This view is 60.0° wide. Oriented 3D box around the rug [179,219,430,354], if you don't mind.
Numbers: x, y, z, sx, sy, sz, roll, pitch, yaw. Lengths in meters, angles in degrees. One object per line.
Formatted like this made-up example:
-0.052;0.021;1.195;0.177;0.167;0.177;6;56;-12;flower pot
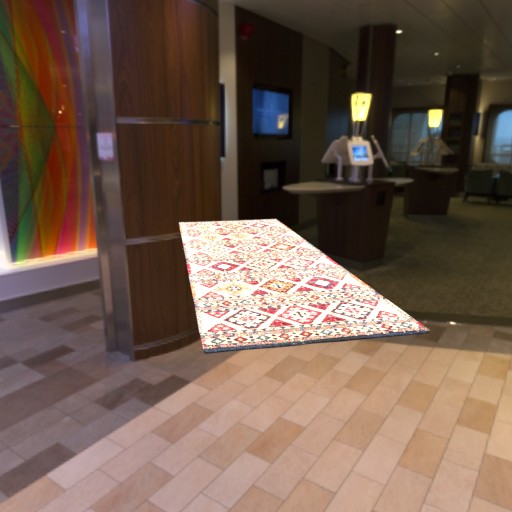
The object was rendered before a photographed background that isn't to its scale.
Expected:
0.000;0.000;2.651;0.832;0.008;2.362;-3;15;-11;rug
